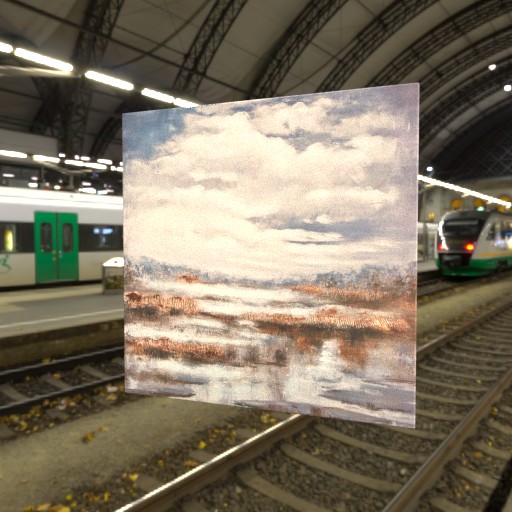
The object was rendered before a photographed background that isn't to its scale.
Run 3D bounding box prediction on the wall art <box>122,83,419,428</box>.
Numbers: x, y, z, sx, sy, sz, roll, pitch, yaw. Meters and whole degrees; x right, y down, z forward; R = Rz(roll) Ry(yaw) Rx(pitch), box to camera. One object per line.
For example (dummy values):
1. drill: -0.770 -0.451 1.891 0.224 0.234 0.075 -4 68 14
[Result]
1. wall art: 0.000 0.000 1.300 0.888 0.897 0.035 1 2 18
